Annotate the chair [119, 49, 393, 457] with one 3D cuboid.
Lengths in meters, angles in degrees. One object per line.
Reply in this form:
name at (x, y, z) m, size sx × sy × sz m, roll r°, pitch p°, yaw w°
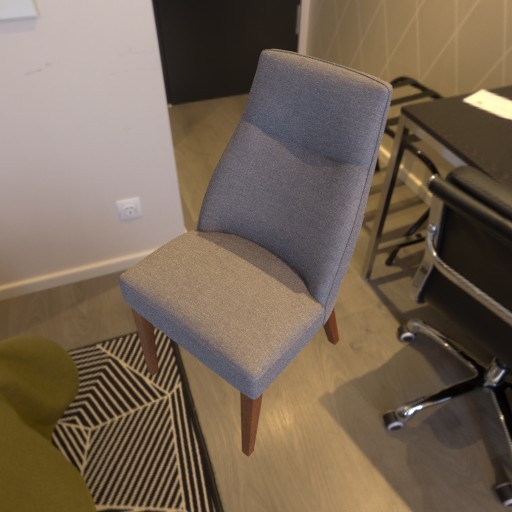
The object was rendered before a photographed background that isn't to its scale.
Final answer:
chair at (0.000, 0.000, 1.263) m, size 0.500 × 0.930 × 0.620 m, roll 30°, pitch 52°, yaw 27°
